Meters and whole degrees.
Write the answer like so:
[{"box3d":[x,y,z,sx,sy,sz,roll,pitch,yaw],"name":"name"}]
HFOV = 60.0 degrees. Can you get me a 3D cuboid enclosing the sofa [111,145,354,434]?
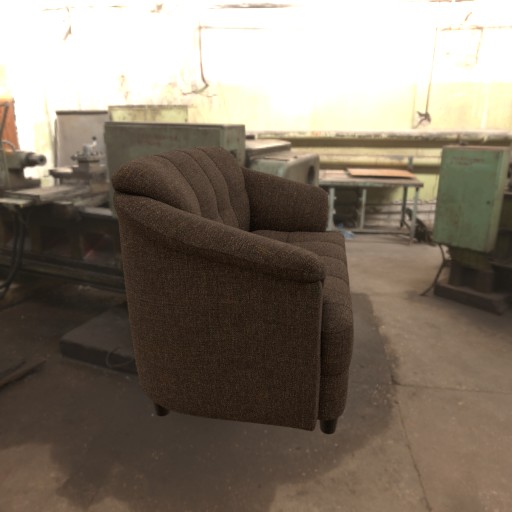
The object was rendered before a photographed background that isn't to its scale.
[{"box3d":[0.000,0.000,1.934,0.799,0.895,1.404,3,17,9],"name":"sofa"}]
